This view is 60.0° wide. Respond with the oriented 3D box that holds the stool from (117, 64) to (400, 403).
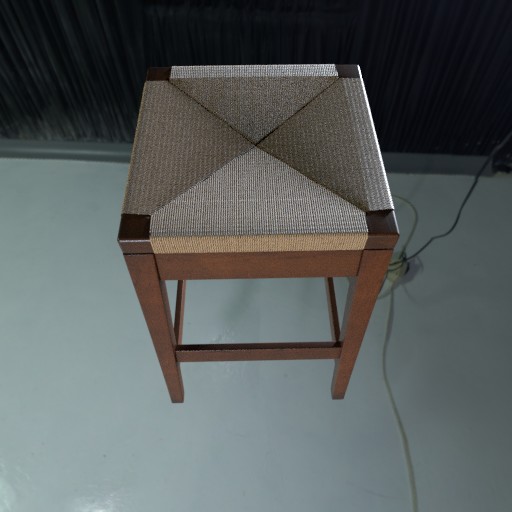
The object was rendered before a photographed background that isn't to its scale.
[{"bbox_3d":[0.000,0.000,1.097,0.497,0.762,0.507,-1,57,-1],"label":"stool"}]
